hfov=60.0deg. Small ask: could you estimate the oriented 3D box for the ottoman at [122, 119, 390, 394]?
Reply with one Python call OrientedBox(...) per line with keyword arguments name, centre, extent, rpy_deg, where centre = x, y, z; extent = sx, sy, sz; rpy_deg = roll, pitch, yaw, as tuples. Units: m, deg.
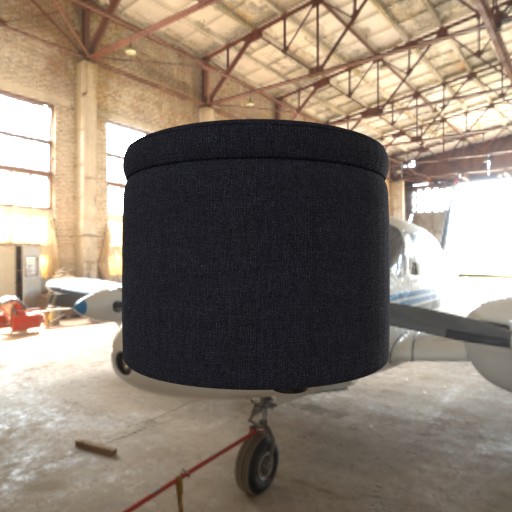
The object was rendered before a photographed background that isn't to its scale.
OrientedBox(name="ottoman", centre=(0.000, 0.000, 0.899), extent=(0.520, 0.430, 0.520), rpy_deg=(0, -1, 0))
